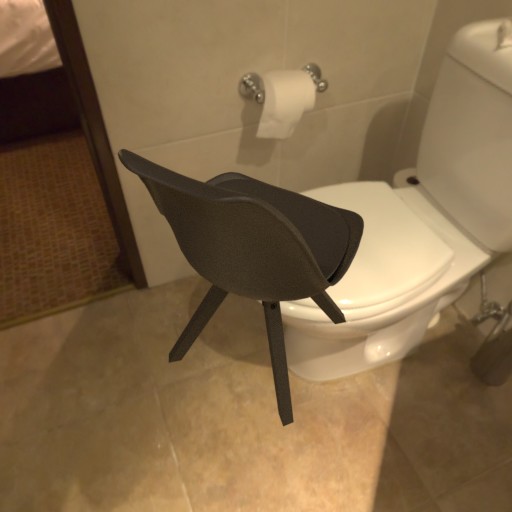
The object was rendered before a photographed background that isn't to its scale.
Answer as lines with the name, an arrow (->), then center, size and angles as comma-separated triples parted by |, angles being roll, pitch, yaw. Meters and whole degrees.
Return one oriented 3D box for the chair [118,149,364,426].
chair -> 0.000, 0.000, 1.167 | 0.485, 0.850, 0.550 | 23, 51, 20
